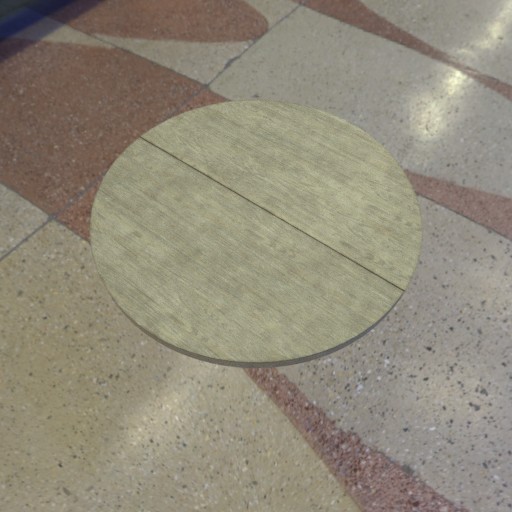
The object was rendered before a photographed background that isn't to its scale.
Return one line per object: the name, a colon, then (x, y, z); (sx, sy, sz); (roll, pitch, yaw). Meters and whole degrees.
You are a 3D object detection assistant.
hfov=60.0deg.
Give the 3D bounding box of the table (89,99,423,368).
table: (0.000, 0.000, 2.171); (1.363, 0.781, 1.363); (0, 57, 0)
